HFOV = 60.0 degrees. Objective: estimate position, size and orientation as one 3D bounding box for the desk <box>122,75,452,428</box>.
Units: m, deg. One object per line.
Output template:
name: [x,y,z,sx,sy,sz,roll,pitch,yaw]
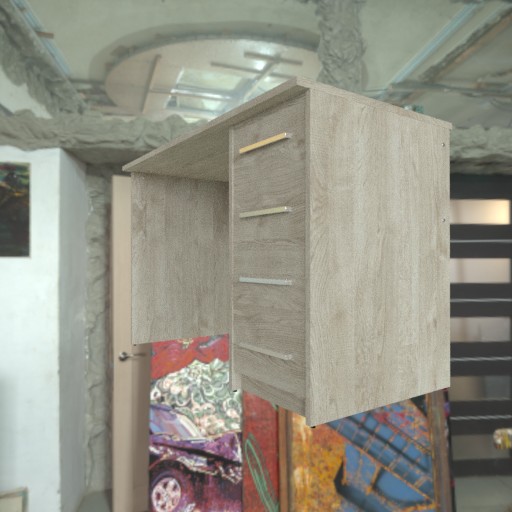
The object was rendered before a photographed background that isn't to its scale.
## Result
desk: [0.000,0.000,1.511,0.560,0.730,1.096,0,0,-35]
